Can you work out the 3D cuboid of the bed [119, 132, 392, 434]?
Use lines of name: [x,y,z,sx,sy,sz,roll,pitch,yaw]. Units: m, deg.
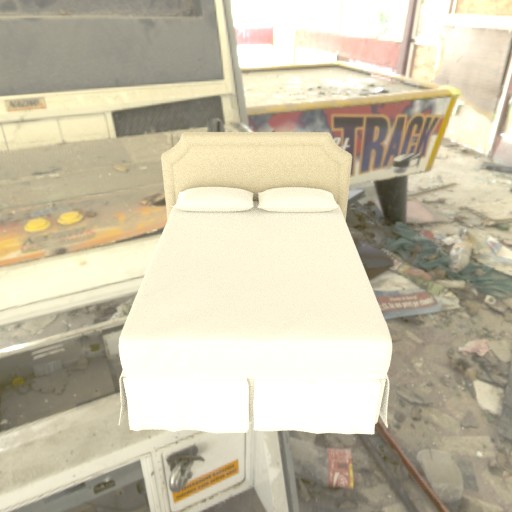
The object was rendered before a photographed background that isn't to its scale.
bed: [0.000,0.000,3.254,1.693,1.290,2.116,0,30,0]
